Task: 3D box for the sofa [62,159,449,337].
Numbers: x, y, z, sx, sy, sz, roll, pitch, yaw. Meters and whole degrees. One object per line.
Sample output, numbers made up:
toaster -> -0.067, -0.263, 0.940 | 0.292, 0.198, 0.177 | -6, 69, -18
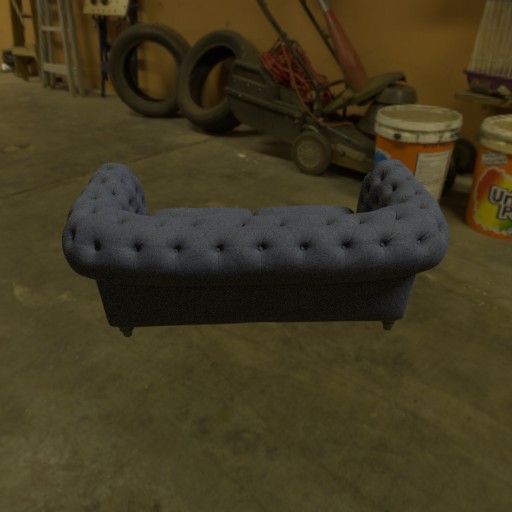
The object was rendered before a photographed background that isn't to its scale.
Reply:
sofa -> 0.000, 0.000, 2.543 | 1.988, 0.833, 1.082 | -1, 30, -2
